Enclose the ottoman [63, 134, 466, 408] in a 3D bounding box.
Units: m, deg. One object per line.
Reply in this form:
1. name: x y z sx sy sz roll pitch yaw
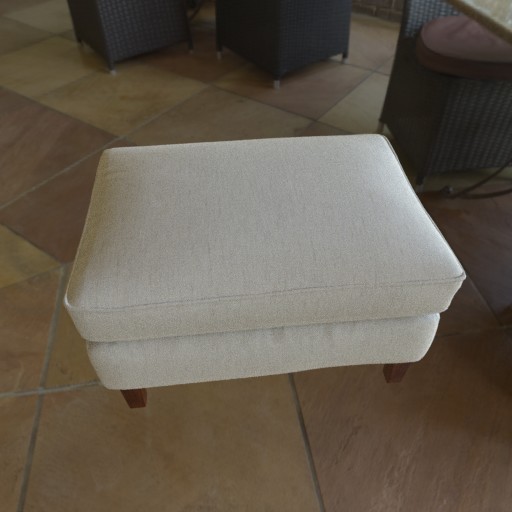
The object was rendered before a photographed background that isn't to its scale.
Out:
1. ottoman: 0.000 0.000 0.958 0.665 0.406 0.501 -4 46 -4
